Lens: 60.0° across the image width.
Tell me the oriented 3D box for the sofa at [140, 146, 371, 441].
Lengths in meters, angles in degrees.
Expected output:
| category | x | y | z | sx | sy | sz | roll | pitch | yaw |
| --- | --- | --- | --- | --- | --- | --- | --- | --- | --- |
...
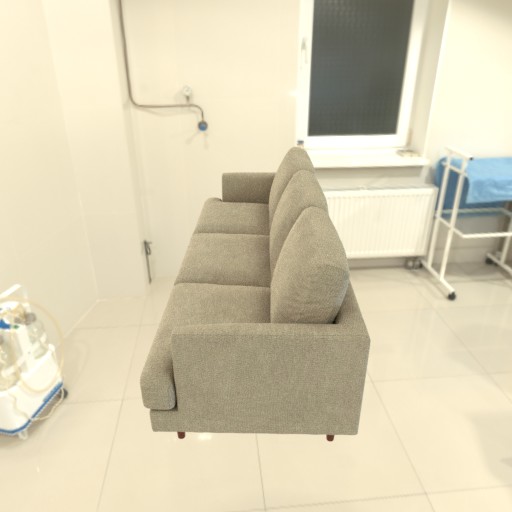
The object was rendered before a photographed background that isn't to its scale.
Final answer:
| category | x | y | z | sx | sy | sz | roll | pitch | yaw |
| --- | --- | --- | --- | --- | --- | --- | --- | --- | --- |
| sofa | 0.000 | 0.000 | 2.724 | 0.903 | 0.930 | 2.246 | 1 | 26 | 1 |
